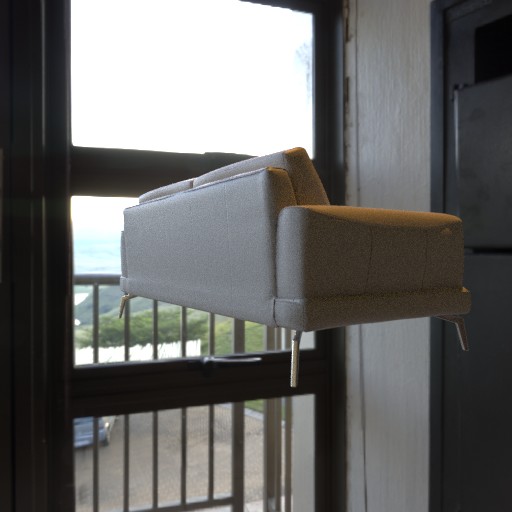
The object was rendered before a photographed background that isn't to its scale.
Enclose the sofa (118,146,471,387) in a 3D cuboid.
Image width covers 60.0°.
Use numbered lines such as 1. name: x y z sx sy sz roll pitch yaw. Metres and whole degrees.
1. sofa: 0.000 0.000 2.735 1.121 0.930 2.177 0 0 -34
